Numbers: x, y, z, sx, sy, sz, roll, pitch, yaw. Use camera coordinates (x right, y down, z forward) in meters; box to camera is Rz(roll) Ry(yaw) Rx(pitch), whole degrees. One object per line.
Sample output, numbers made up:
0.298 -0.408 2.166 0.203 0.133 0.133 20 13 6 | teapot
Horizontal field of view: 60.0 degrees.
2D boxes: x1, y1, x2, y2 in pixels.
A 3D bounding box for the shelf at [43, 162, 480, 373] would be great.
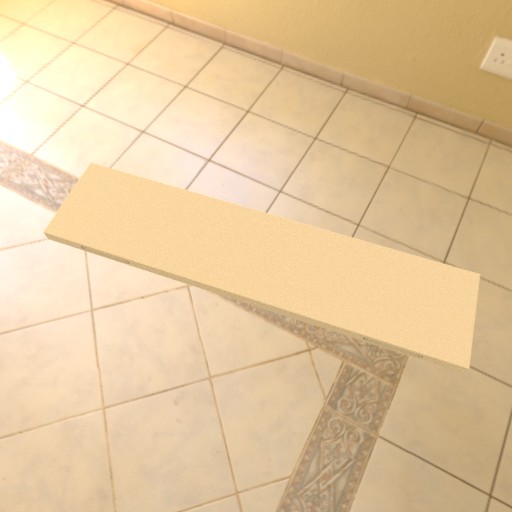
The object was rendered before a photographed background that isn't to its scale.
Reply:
0.000 0.000 0.639 0.610 0.020 0.140 17 62 9 | shelf
